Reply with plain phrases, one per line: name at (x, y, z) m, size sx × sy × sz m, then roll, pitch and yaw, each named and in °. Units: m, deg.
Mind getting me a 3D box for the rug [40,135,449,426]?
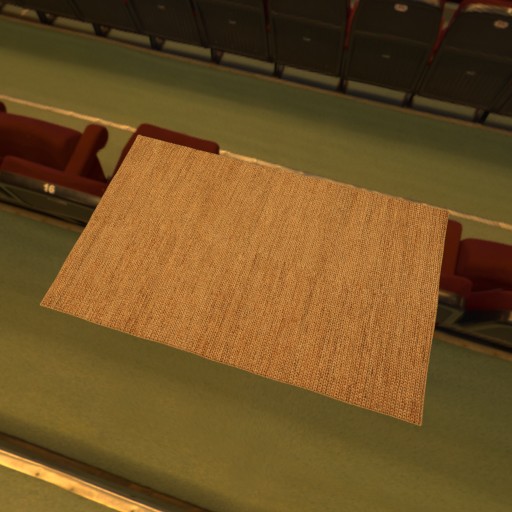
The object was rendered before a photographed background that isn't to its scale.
rug at (0.000, 0.000, 3.015) m, size 2.438 × 0.034 × 1.521 m, roll 15°, pitch 63°, yaw 8°
